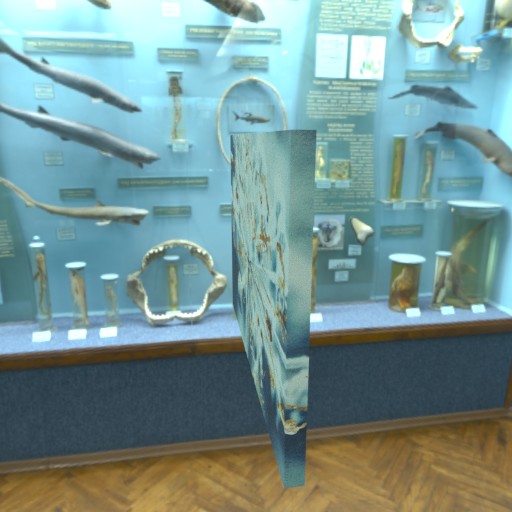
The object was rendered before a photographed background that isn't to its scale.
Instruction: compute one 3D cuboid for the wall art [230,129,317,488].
[{"bbox_3d":[0.000,0.000,1.142,0.038,0.608,0.912,-2,15,-8],"label":"wall art"}]
